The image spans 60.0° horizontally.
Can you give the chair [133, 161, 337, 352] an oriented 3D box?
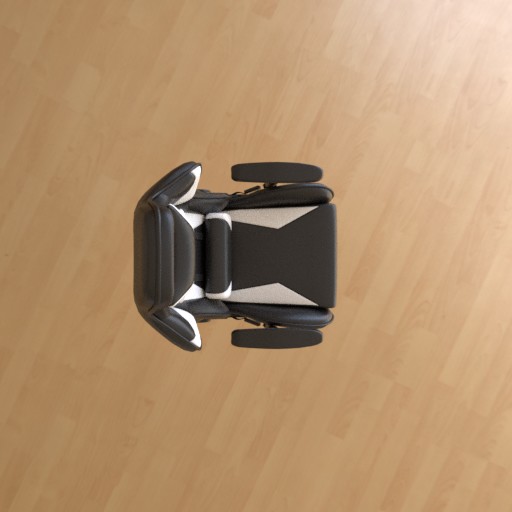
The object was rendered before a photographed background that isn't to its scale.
[{"bbox_3d":[0.000,0.000,1.698,0.695,1.285,0.730,0,90,-3],"label":"chair"}]
